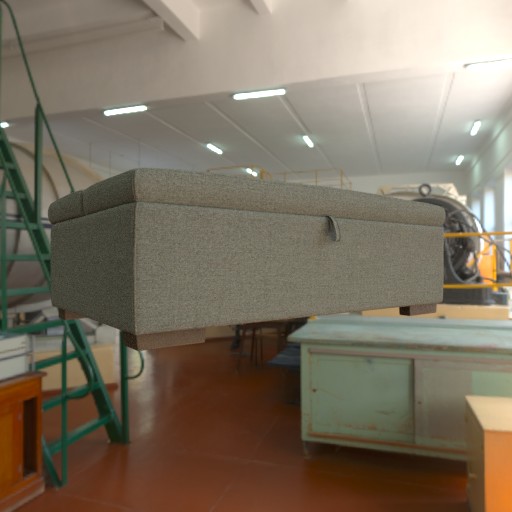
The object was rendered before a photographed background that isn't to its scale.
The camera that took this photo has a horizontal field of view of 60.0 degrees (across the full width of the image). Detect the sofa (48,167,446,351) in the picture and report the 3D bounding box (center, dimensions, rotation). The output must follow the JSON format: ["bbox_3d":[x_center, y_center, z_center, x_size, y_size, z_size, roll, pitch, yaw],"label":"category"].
[{"bbox_3d":[0.000,0.000,1.621,1.250,0.434,0.817,0,-1,-37],"label":"sofa"}]
